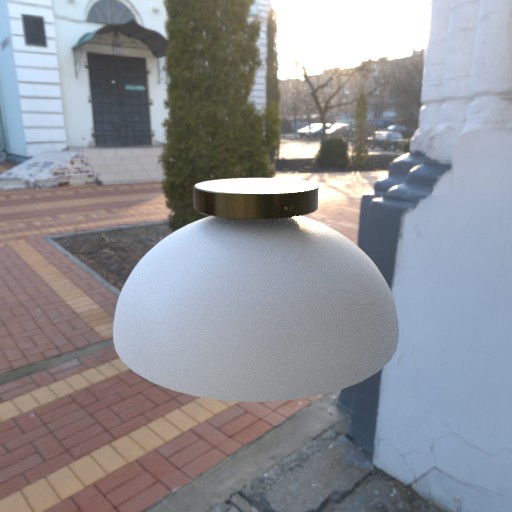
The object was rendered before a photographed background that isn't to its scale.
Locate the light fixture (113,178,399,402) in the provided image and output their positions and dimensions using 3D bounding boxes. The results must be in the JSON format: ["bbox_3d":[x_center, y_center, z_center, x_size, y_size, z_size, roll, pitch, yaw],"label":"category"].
[{"bbox_3d":[0.000,0.000,0.552,0.355,0.177,0.355,0,16,0],"label":"light fixture"}]
